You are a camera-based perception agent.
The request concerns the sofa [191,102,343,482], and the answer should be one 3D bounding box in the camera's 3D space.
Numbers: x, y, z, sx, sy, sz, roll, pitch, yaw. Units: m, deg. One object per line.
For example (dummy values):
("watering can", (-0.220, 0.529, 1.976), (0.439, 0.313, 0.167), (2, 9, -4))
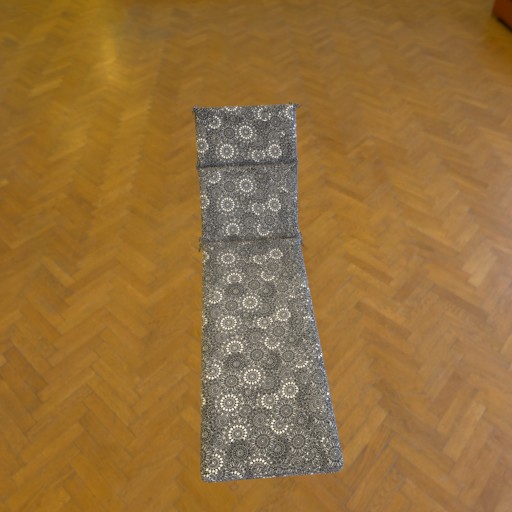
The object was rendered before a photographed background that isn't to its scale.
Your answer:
("sofa", (0.000, 0.000, 1.956), (0.582, 0.622, 1.663), (-3, 47, -3))
